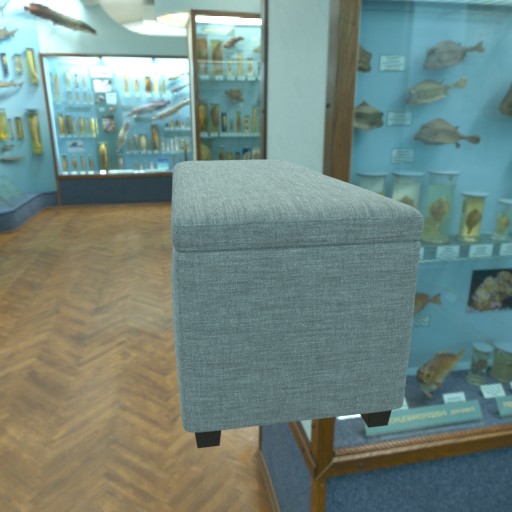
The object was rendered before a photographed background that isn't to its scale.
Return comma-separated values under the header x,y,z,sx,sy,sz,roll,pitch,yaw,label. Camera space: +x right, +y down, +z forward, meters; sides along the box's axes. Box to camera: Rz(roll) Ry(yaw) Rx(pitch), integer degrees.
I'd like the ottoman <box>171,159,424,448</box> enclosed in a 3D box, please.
x,y,z,sx,sy,sz,roll,pitch,yaw,label
0.000,0.000,1.137,0.419,0.432,0.902,-3,17,-10,ottoman
